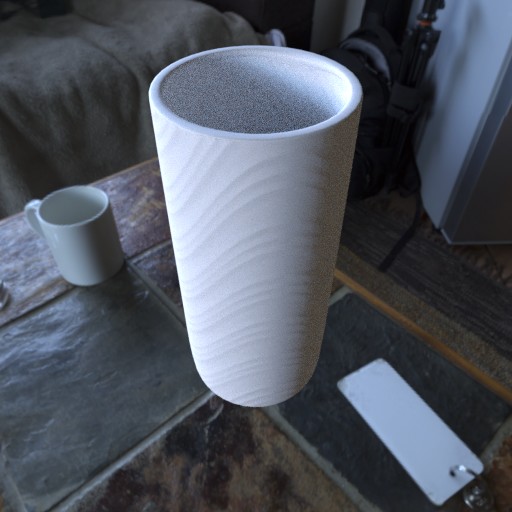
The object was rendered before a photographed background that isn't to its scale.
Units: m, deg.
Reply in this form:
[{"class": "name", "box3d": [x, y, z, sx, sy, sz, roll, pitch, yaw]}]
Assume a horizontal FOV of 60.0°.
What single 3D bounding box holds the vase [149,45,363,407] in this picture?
[{"class": "vase", "box3d": [0.000, 0.000, 0.399, 0.143, 0.316, 0.143, 0, 45, 0]}]
